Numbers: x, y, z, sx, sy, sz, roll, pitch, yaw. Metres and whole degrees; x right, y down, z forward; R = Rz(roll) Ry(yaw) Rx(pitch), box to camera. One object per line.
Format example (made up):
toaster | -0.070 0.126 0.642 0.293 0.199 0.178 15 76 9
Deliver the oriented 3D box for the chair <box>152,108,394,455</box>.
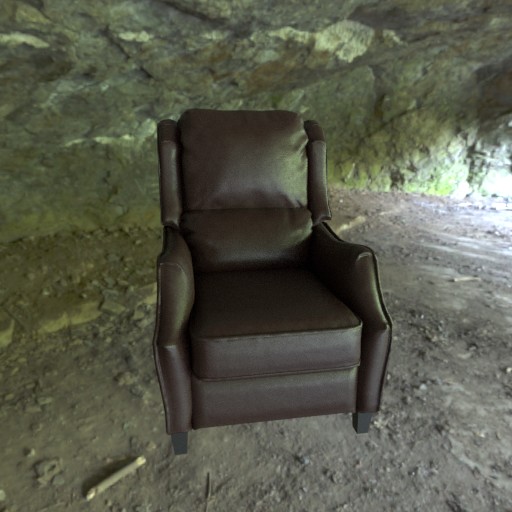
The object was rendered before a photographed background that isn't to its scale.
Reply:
chair | 0.000 0.000 1.744 0.770 1.132 0.982 -3 16 -9
